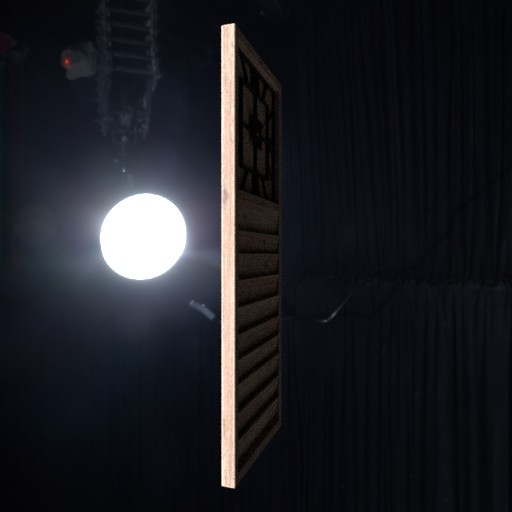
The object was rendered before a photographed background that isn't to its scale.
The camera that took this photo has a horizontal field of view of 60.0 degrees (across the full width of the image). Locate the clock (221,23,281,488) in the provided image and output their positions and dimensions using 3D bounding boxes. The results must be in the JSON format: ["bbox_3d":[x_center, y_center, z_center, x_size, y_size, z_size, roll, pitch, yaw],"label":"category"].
[{"bbox_3d":[0.000,0.000,1.094,0.030,0.965,0.361,0,0,19],"label":"clock"}]
